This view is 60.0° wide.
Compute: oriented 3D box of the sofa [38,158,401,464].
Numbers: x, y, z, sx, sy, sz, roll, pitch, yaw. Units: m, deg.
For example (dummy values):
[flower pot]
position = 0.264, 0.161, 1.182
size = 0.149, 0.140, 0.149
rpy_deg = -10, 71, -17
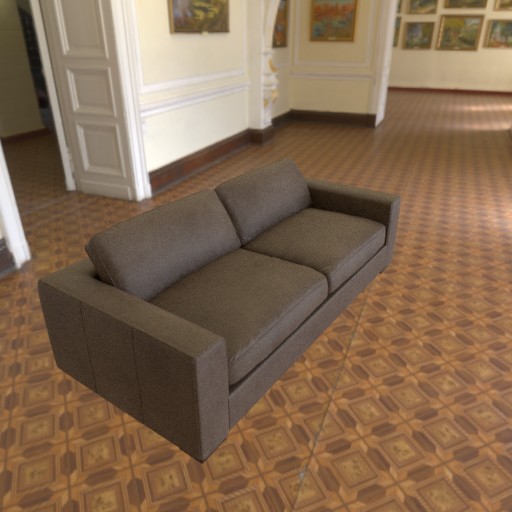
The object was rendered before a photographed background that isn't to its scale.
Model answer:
[sofa]
position = 0.000, 0.000, 2.774
size = 1.070, 0.801, 2.262
rpy_deg = 18, 32, 31
